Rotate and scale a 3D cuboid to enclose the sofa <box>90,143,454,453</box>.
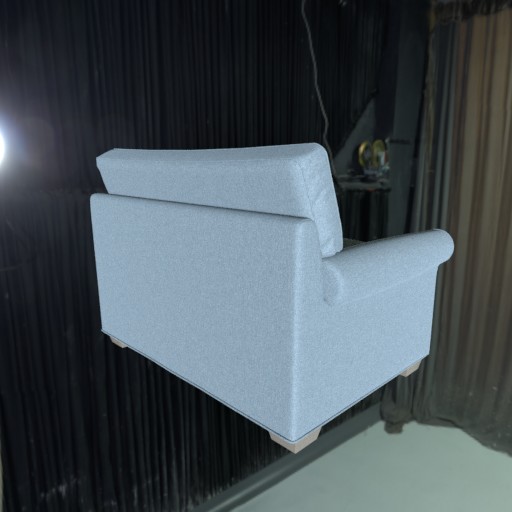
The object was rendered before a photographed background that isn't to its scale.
[{"bbox_3d":[0.000,0.000,2.006,0.940,0.953,1.410,-12,17,-43],"label":"sofa"}]
